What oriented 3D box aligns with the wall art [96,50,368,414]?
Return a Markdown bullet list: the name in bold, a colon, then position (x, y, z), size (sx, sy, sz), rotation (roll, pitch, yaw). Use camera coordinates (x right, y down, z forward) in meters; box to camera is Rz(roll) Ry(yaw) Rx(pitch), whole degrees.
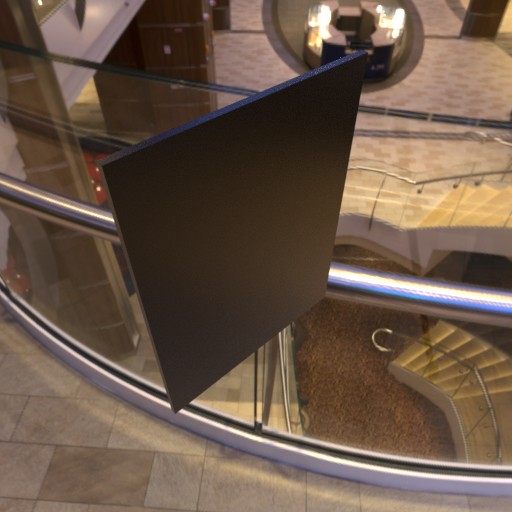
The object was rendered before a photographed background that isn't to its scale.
- **wall art**: position (0.000, 0.000, 0.774), size (0.442, 0.582, 0.013), rotation (-33, 54, -28)
